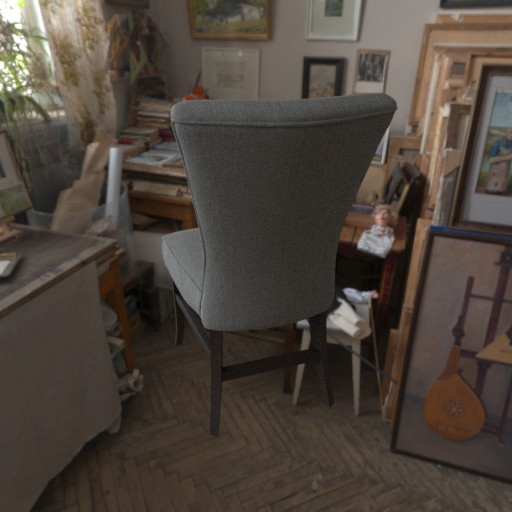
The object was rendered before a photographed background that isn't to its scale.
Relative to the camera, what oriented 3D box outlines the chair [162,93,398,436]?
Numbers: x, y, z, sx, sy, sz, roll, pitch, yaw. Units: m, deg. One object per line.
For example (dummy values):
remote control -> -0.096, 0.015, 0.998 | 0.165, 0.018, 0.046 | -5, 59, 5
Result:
chair -> 0.000, 0.000, 1.376 | 0.520, 0.991, 0.660 | -8, 28, -16
